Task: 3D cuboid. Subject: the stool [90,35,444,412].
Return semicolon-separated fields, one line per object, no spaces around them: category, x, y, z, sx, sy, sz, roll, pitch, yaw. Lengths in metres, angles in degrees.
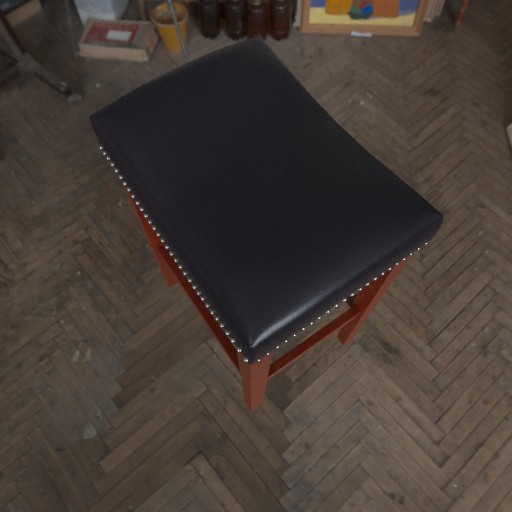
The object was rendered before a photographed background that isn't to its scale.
stool;0.000;0.000;1.020;0.372;0.742;0.504;-32;68;-14
